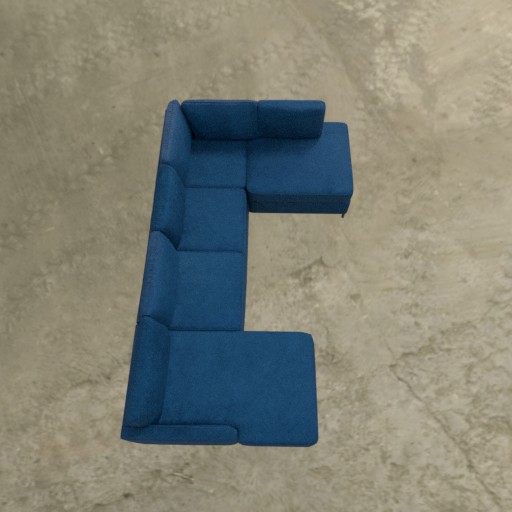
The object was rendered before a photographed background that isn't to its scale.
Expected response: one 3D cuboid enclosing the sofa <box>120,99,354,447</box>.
[{"bbox_3d":[0.000,0.000,4.360,2.055,0.992,3.434,1,64,0],"label":"sofa"}]
